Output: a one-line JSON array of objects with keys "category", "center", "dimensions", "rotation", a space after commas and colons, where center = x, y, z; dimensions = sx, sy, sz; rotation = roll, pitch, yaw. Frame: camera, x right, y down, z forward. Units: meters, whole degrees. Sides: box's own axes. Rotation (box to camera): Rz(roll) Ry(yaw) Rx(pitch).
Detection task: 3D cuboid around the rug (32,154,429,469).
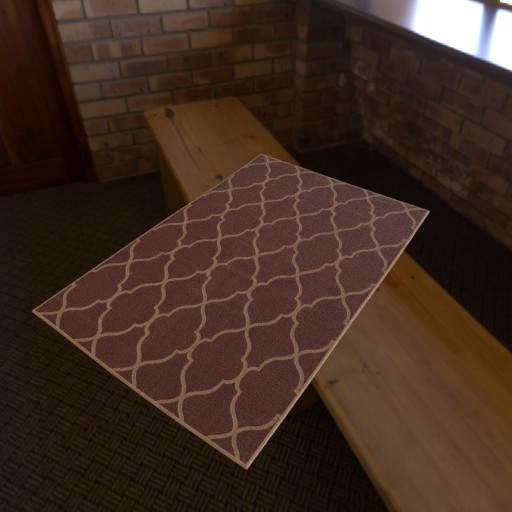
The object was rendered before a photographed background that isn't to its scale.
[{"category": "rug", "center": [0.000, 0.000, 2.883], "dimensions": [1.526, 0.014, 2.290], "rotation": [25, 47, 26]}]
